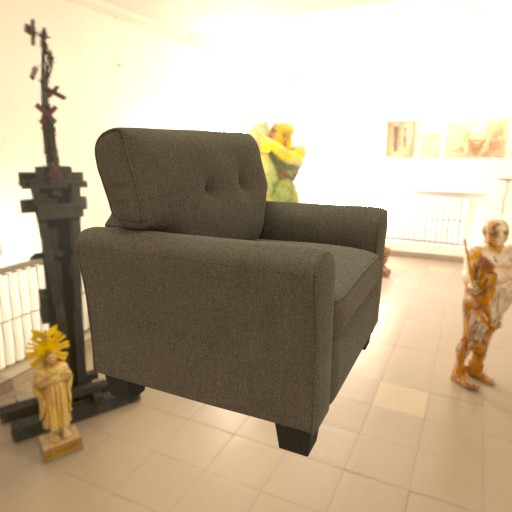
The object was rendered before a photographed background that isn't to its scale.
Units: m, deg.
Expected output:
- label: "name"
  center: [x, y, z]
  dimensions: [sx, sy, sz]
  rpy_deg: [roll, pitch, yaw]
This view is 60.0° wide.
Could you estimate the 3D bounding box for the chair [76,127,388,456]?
- label: "chair"
  center: [0.000, 0.000, 1.619]
  dimensions: [0.816, 0.890, 0.941]
  rpy_deg: [7, 16, 25]
